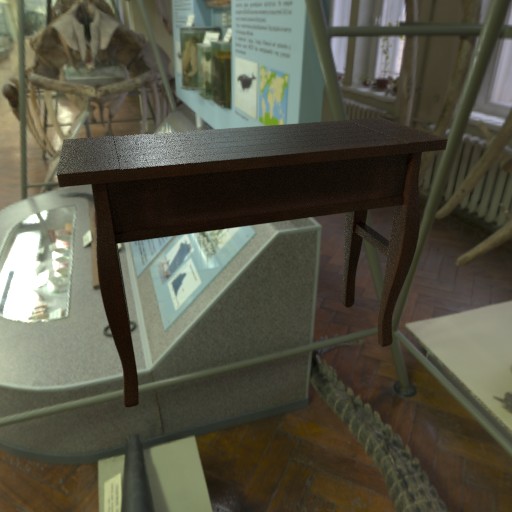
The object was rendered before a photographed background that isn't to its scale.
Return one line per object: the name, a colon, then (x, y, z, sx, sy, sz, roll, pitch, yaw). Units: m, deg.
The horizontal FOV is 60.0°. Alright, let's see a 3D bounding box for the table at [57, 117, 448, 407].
table: (0.000, 0.000, 1.470, 1.062, 0.768, 0.373, -9, 29, -16)
